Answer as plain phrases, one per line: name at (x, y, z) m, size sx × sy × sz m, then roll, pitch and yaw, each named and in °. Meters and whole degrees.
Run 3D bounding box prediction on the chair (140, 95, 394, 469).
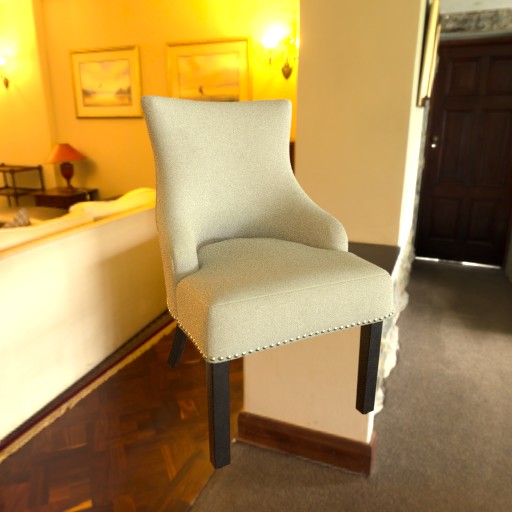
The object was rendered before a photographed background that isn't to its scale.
chair at (0.000, 0.000, 1.316) m, size 0.566 × 0.909 × 0.629 m, roll -8°, pitch 19°, yaw -26°
